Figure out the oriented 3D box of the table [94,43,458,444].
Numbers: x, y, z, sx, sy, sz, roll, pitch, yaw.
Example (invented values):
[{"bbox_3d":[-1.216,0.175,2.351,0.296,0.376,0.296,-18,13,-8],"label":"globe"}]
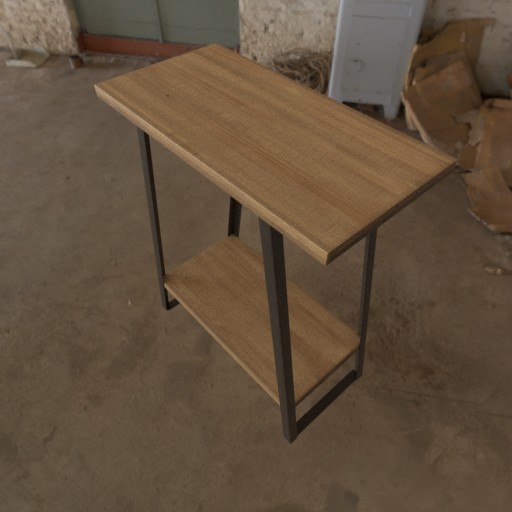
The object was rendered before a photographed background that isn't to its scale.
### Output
[{"bbox_3d":[0.000,0.000,1.022,0.300,0.701,0.599,-33,55,-27],"label":"table"}]
